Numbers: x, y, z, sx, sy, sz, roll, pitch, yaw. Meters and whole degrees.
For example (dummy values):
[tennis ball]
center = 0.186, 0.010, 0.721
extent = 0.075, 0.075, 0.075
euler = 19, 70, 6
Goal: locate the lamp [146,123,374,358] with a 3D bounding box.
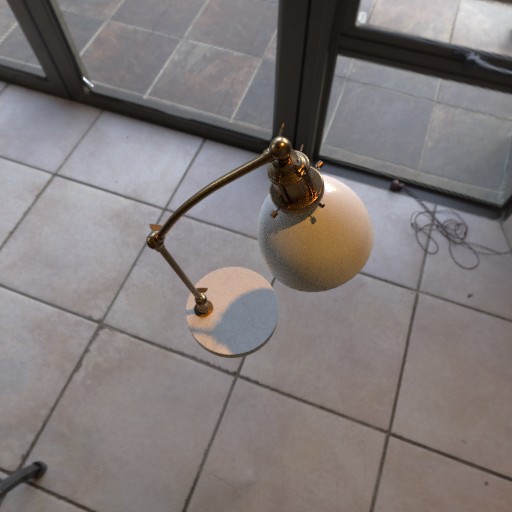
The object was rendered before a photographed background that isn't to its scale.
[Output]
[lamp]
center = 0.000, 0.000, 0.675
extent = 0.317, 0.522, 0.186
euler = 2, 63, 1
